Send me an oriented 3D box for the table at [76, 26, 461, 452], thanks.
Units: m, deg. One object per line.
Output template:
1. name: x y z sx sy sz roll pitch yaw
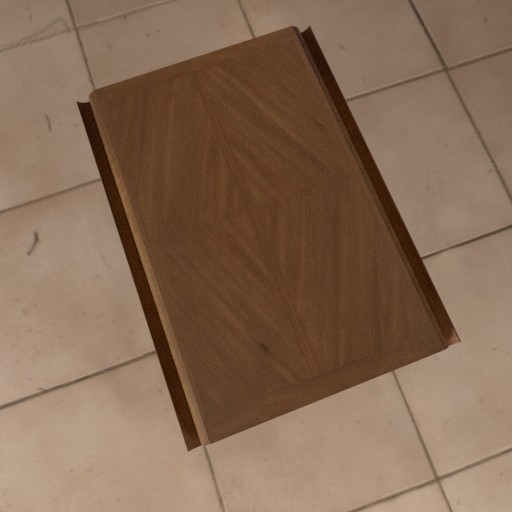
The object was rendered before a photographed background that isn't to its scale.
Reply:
1. table: 0.000 0.000 1.609 0.701 0.981 0.967 -20 77 -5
